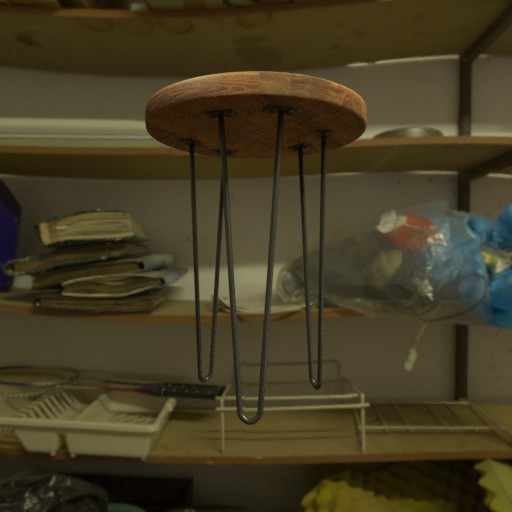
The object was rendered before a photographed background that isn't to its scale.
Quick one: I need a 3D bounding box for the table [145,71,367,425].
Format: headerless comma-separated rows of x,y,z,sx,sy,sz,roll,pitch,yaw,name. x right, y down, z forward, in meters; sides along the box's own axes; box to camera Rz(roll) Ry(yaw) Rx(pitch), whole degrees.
0.000,0.000,0.822,0.400,0.520,0.400,0,0,0,table
